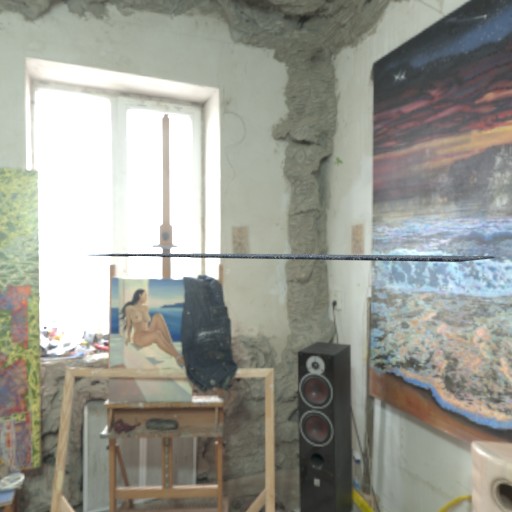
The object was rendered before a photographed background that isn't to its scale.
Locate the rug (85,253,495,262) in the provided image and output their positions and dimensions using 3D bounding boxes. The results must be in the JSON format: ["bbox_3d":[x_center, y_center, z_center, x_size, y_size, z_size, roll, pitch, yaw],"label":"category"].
[{"bbox_3d":[0.000,0.000,2.502,2.306,0.013,0.719,1,1,37],"label":"rug"}]
